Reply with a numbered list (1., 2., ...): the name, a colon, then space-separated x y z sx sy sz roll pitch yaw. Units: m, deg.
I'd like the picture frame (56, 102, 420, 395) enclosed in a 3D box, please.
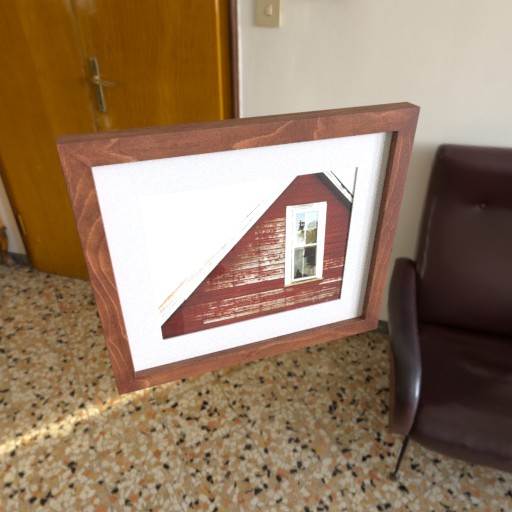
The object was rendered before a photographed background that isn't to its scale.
1. picture frame: 0.000 0.000 0.542 0.381 0.330 0.025 -11 35 -16
